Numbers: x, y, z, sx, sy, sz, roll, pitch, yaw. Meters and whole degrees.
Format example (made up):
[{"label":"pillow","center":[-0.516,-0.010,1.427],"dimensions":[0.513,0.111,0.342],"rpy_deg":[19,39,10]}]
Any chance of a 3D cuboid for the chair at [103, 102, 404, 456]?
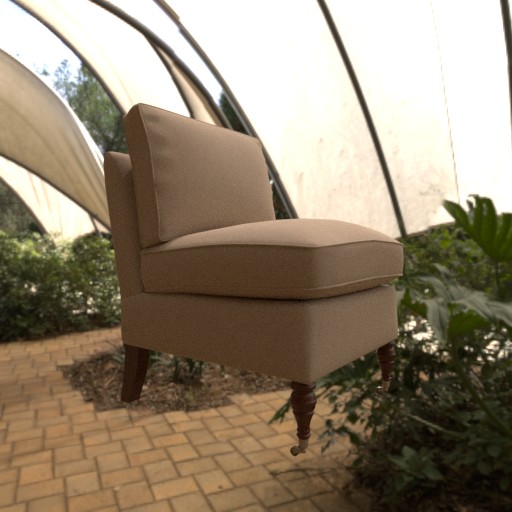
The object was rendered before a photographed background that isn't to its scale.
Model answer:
[{"label":"chair","center":[0.000,0.000,1.643],"dimensions":[0.912,1.052,0.724],"rpy_deg":[1,2,37]}]
